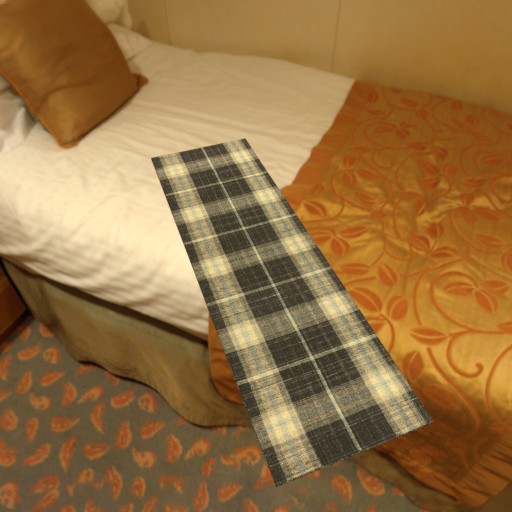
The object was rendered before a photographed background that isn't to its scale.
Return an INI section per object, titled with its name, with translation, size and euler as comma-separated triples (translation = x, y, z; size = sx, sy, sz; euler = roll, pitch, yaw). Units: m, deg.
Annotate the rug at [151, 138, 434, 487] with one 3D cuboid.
[rug]
translation = 0.000, 0.000, 2.641
size = 0.760, 0.012, 2.434
euler = -16, 49, -14
